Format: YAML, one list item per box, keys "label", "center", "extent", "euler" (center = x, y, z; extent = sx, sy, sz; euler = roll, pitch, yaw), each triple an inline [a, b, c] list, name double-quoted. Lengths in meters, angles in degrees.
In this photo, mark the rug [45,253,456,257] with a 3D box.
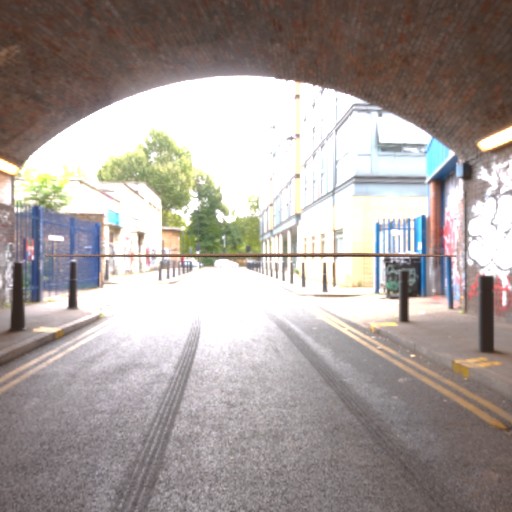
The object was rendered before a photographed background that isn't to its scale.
- label: "rug"
  center: [0.000, 0.000, 4.185]
  extent: [3.046, 0.015, 2.446]
  euler: [0, 0, 35]
